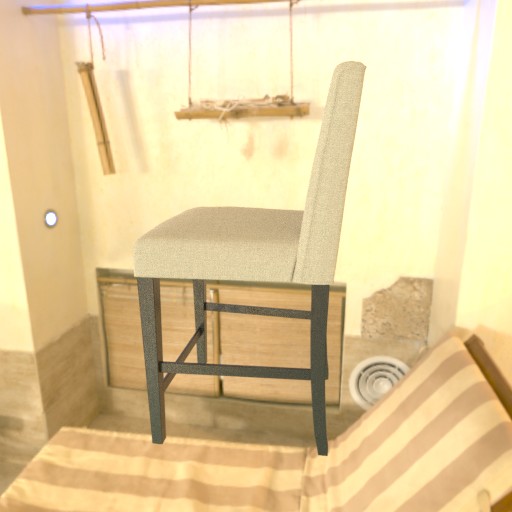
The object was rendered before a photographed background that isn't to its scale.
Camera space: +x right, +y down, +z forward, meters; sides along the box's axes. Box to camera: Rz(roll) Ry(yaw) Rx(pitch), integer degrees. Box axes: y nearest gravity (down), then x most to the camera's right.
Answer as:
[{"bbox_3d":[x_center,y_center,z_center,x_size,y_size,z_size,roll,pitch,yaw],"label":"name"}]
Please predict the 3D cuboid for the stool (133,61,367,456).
[{"bbox_3d":[0.000,0.000,1.227,0.509,0.939,0.474,2,15,9],"label":"stool"}]
